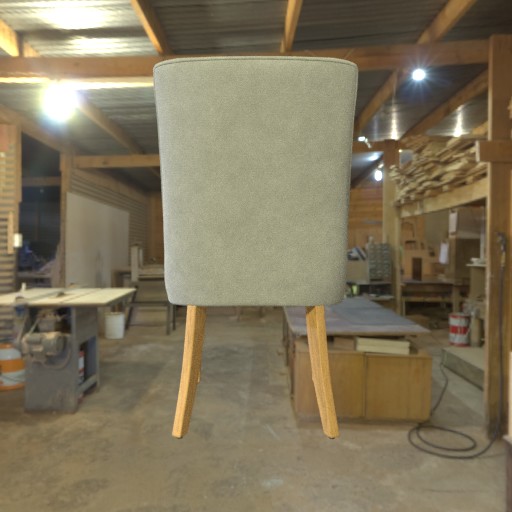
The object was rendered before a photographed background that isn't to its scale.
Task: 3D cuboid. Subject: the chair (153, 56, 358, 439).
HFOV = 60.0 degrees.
[{"bbox_3d":[0.000,0.000,1.270,0.495,0.902,0.610,0,1,0],"label":"chair"}]
